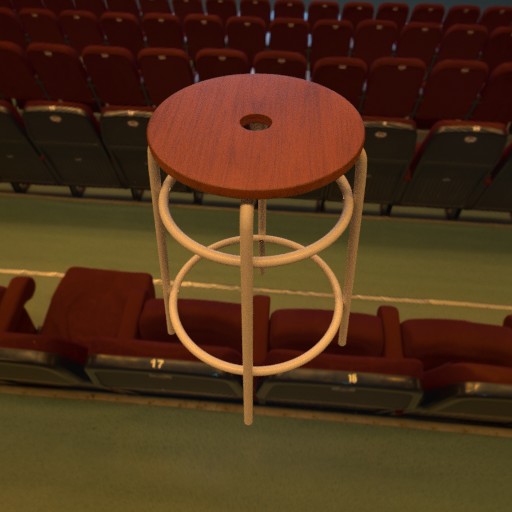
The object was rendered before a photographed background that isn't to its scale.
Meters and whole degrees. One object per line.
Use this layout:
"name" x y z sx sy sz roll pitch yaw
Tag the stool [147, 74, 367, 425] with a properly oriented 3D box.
"stool" 0.000 0.000 0.910 0.455 0.610 0.455 3 47 3
